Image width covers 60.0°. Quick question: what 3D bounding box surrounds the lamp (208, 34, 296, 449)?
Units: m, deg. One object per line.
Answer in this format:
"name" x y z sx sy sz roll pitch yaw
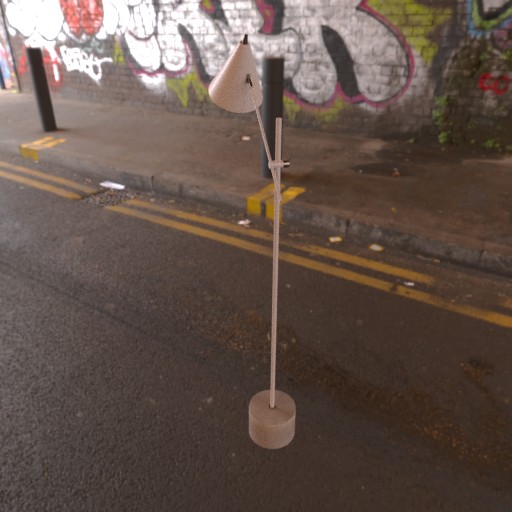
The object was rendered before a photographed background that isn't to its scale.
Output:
"lamp" 0.000 0.000 1.600 0.223 1.430 0.508 -8 28 -15
